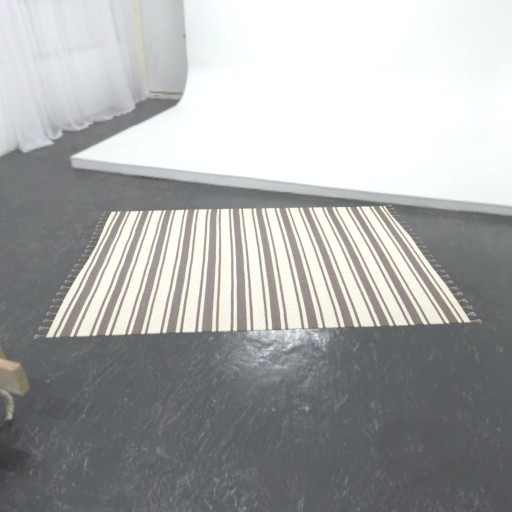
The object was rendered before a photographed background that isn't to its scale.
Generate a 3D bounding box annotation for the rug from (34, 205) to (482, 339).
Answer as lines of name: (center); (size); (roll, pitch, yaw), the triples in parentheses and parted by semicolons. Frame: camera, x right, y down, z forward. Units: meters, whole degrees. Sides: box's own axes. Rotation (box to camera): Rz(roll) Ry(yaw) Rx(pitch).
rug: (0.000, 0.000, 3.032); (2.425, 0.014, 1.563); (-2, 31, -3)
